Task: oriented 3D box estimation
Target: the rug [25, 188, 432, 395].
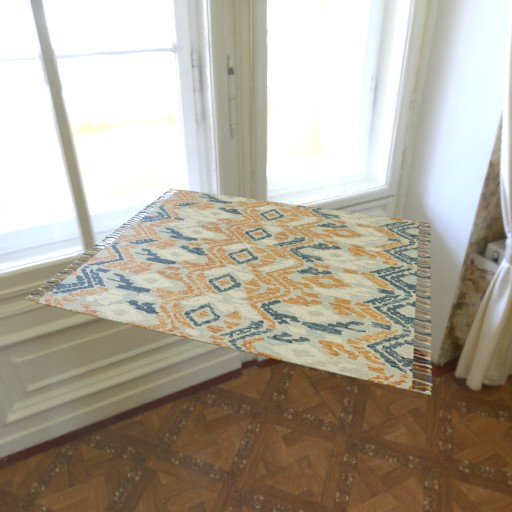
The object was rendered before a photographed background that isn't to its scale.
[{"bbox_3d":[0.000,0.000,4.067,3.048,0.010,2.439,10,32,16],"label":"rug"}]
